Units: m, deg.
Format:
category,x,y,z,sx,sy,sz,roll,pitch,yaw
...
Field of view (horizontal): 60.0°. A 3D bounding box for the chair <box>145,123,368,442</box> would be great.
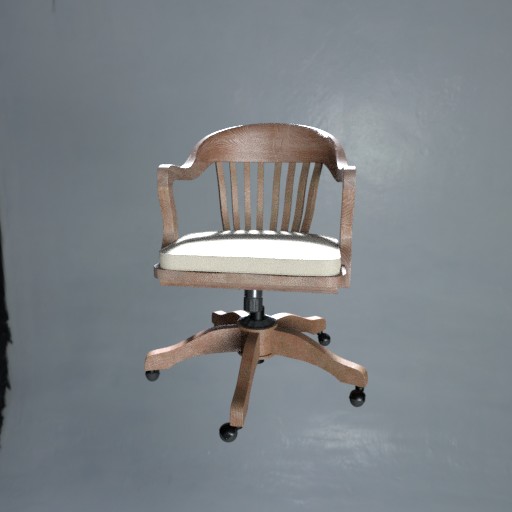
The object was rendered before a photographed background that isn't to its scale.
category,x,y,z,sx,sy,sz,roll,pitch,yaw
chair,0.000,0.000,1.475,0.750,0.878,0.788,2,15,8
